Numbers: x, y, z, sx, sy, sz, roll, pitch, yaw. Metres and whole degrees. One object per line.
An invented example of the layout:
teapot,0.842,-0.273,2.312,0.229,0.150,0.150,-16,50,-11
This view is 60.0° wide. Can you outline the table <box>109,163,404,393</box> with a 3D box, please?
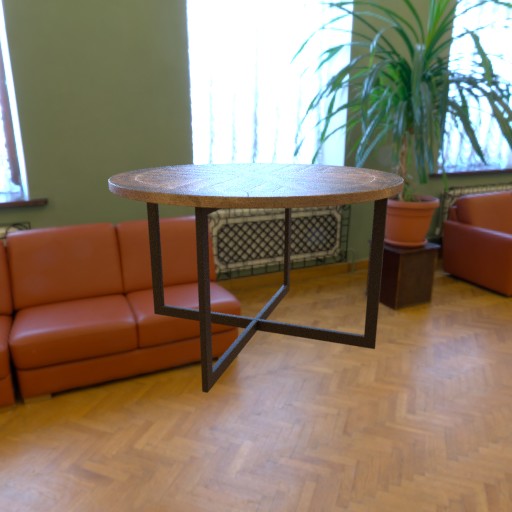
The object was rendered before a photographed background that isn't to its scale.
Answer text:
table,0.000,0.000,2.100,1.264,0.762,1.264,0,17,0
